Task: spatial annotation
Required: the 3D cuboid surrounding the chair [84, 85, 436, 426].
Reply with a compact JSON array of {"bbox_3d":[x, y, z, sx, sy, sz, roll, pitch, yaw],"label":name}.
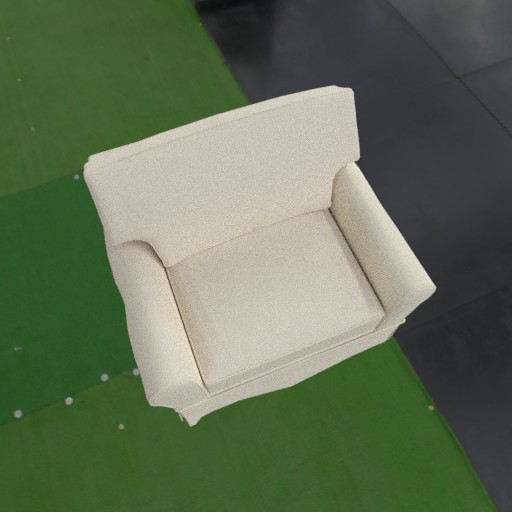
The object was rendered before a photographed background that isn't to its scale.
[{"bbox_3d":[0.000,0.000,1.769,1.099,0.958,0.904,-19,65,-10],"label":"chair"}]
